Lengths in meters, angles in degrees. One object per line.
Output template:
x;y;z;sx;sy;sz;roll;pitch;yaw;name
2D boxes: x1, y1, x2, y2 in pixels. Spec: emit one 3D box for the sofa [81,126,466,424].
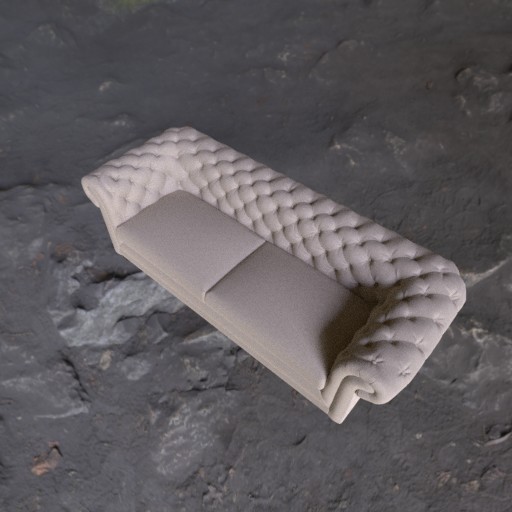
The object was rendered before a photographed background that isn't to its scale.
0.000;0.000;3.257;2.694;0.847;1.076;33;56;26;sofa
